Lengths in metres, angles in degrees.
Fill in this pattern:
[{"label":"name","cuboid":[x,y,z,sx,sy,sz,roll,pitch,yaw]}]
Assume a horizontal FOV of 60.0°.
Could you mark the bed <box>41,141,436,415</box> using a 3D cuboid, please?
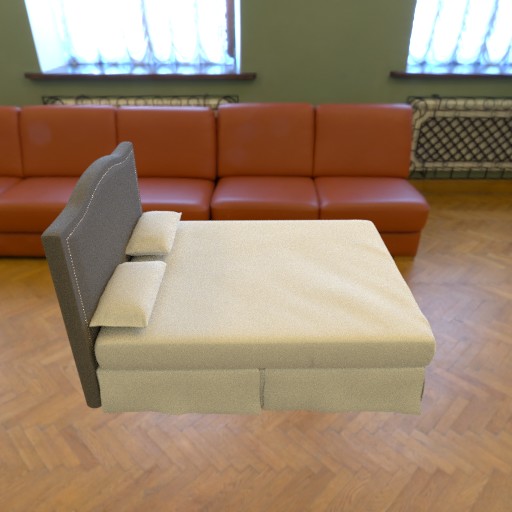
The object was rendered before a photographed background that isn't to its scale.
[{"label":"bed","cuboid":[0.000,0.000,3.373,2.282,1.436,1.821,0,31,-1]}]
